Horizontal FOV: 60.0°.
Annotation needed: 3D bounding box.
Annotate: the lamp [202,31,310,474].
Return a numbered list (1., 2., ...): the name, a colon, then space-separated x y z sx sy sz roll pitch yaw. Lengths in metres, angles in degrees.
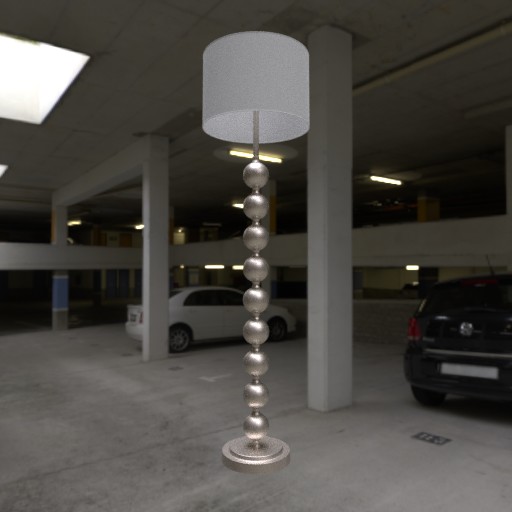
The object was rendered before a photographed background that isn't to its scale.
1. lamp: 0.000 0.000 1.630 0.394 1.474 0.394 1 -1 -36
